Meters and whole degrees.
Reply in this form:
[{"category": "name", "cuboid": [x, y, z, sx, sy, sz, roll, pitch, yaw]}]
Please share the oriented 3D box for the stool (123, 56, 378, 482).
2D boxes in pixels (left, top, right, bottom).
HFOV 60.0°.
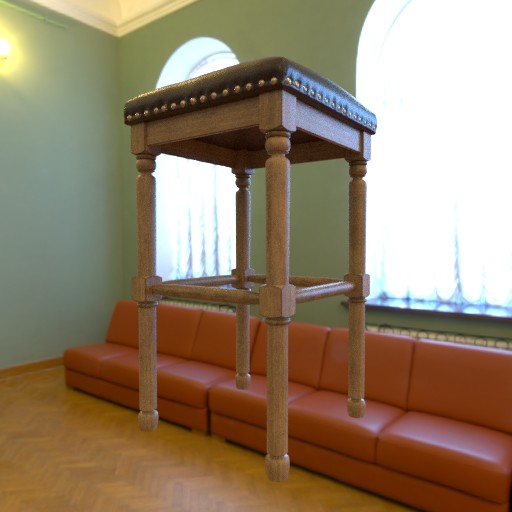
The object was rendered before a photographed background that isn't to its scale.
[{"category": "stool", "cuboid": [0.000, 0.000, 0.927, 0.382, 0.702, 0.383, 1, 2, 36]}]
